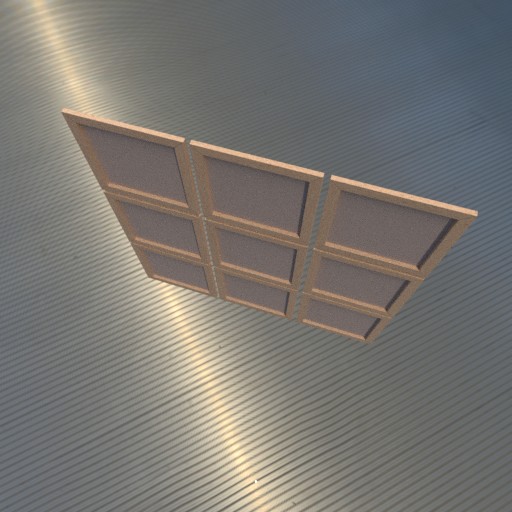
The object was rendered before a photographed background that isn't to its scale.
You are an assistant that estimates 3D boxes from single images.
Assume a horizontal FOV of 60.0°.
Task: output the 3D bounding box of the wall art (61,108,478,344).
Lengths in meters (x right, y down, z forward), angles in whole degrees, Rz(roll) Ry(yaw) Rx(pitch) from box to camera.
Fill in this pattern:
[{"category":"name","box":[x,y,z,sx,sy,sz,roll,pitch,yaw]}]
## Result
[{"category":"wall art","box":[0.000,0.000,1.342,0.917,0.910,0.012,16,64,8]}]
